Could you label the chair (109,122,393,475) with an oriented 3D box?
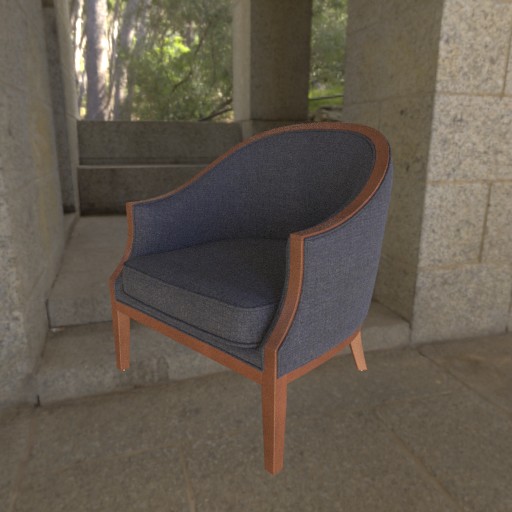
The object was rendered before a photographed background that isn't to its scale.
[{"bbox_3d":[0.000,0.000,1.487,0.803,0.876,0.735,14,20,42],"label":"chair"}]
